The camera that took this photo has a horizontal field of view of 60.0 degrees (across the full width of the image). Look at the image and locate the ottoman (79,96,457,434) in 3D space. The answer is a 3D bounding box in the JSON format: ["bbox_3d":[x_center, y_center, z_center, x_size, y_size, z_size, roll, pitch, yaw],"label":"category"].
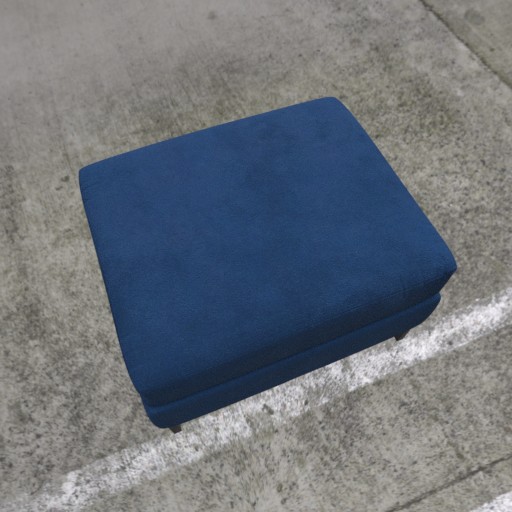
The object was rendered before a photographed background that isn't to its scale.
[{"bbox_3d":[0.000,0.000,1.225,0.794,0.485,0.655,-19,61,-11],"label":"ottoman"}]
